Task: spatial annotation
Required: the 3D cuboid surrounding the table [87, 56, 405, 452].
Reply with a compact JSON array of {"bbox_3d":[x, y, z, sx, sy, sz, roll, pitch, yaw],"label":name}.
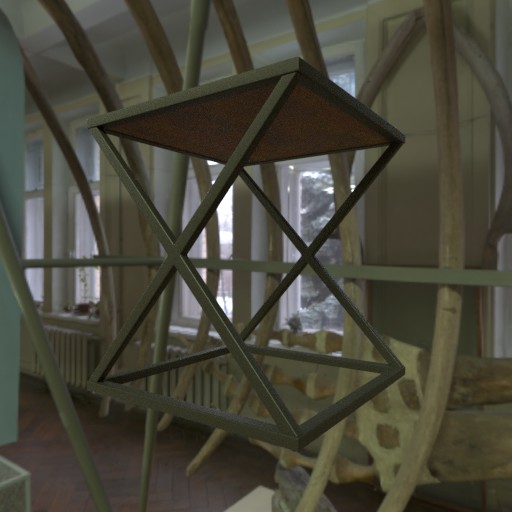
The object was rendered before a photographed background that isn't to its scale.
[{"bbox_3d":[0.000,0.000,0.972,0.500,0.565,0.500,0,0,35],"label":"table"}]
